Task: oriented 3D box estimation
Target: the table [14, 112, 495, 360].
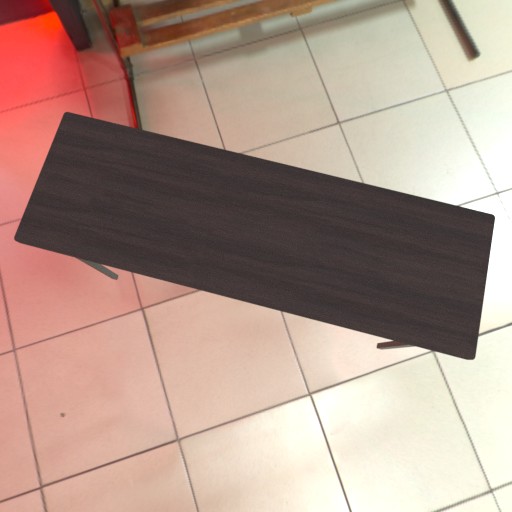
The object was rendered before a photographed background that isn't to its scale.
[{"bbox_3d":[0.000,0.000,1.711,1.399,0.750,0.449,14,77,3],"label":"table"}]
